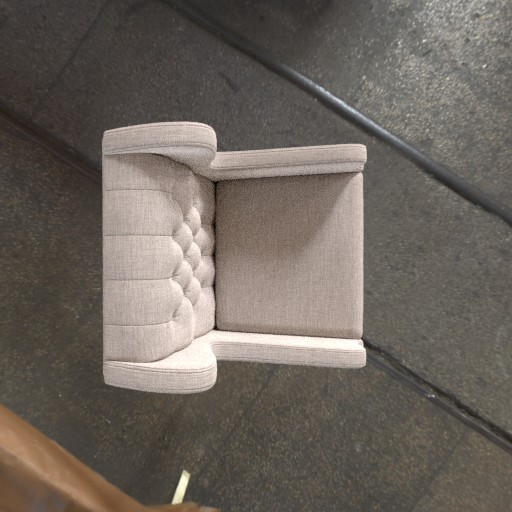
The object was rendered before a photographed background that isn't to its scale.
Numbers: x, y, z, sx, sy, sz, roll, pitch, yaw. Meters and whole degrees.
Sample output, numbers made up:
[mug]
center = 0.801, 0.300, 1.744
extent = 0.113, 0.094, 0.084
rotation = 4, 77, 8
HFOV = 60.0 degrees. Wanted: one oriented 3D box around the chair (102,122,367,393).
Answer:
[chair]
center = 0.000, 0.000, 1.506
extent = 0.760, 0.930, 0.710
rotation = 0, 91, 0
